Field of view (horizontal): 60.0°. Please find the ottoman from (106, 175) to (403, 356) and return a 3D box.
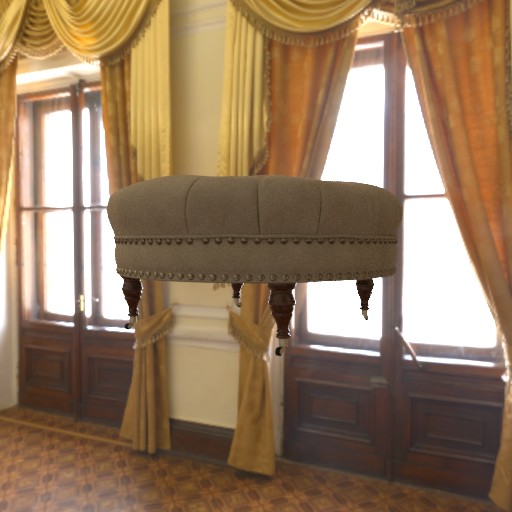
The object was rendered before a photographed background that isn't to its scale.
[{"bbox_3d":[0.000,0.000,1.403,0.901,0.439,0.901,0,2,0],"label":"ottoman"}]
